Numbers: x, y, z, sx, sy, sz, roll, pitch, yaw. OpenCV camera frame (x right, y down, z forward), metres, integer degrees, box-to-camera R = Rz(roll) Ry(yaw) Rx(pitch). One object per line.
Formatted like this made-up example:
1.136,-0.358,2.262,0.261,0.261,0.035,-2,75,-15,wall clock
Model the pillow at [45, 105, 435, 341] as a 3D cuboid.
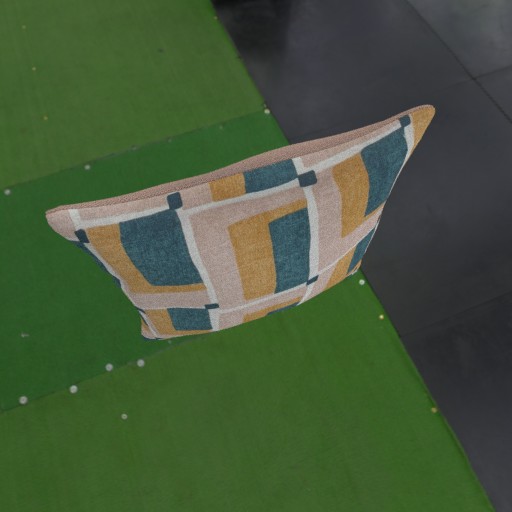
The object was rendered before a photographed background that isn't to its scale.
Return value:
0.000,0.000,0.719,0.478,0.479,0.158,-18,65,-8,pillow
